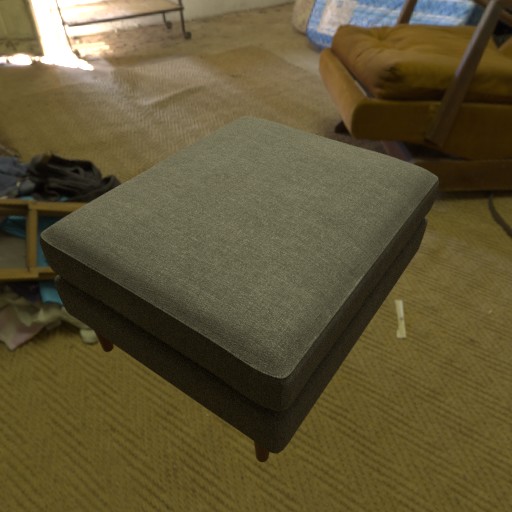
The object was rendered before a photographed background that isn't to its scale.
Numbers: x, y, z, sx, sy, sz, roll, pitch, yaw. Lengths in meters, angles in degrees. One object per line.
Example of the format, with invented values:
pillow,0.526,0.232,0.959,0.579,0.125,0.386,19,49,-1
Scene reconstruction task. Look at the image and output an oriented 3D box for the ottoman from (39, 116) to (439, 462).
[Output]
ottoman,0.000,0.000,1.234,0.693,0.474,0.821,25,47,26
